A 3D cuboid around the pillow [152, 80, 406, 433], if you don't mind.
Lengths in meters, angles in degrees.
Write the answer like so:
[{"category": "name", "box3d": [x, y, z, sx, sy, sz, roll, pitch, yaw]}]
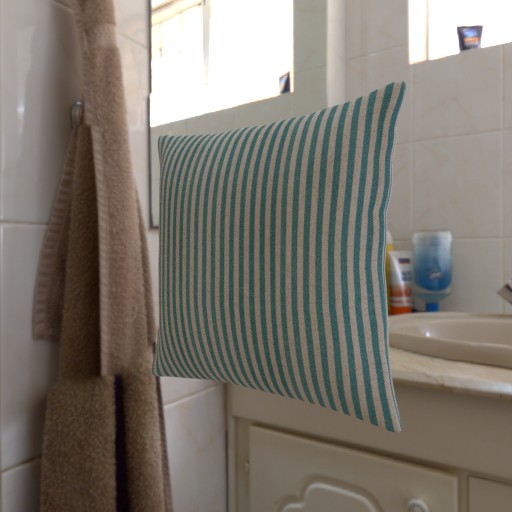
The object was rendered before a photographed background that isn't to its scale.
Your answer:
[{"category": "pillow", "box3d": [0.000, 0.000, 0.790, 0.523, 0.510, 0.166, 0, 0, 35]}]
